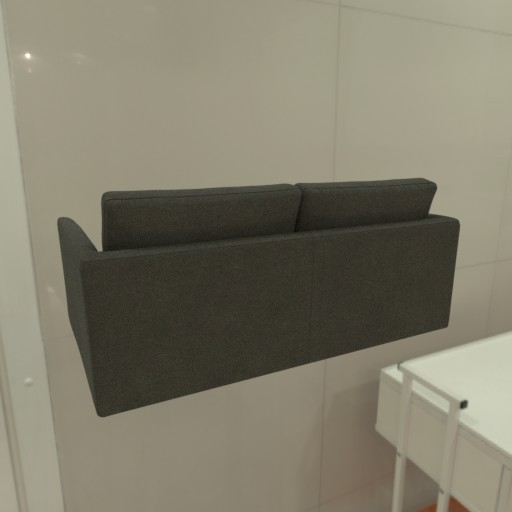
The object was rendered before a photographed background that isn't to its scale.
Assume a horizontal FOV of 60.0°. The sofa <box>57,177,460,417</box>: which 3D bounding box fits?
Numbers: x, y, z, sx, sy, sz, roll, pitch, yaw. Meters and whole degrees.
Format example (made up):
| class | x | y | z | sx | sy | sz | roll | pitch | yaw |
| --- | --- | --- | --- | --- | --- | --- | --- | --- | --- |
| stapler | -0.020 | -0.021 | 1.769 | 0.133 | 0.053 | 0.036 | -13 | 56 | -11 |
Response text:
| class | x | y | z | sx | sy | sz | roll | pitch | yaw |
| --- | --- | --- | --- | --- | --- | --- | --- | --- | --- |
| sofa | 0.000 | 0.000 | 2.437 | 1.909 | 0.845 | 1.091 | -7 | 16 | -26 |
